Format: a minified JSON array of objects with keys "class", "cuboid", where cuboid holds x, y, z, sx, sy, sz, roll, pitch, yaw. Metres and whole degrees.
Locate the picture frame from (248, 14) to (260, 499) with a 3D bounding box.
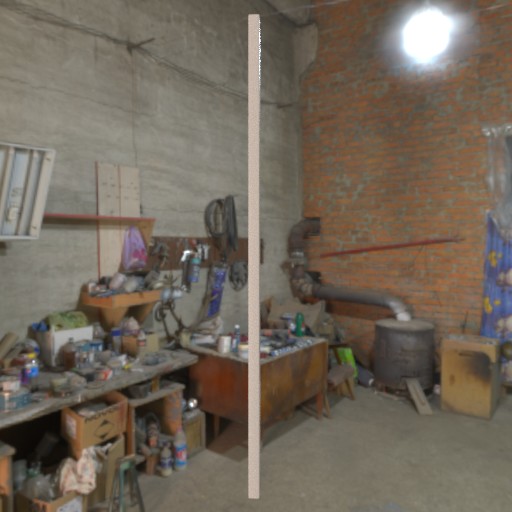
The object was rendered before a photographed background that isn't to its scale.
[{"class":"picture frame","cuboid":[0.000,0.000,0.677,0.012,0.534,0.381,0,1,1]}]
